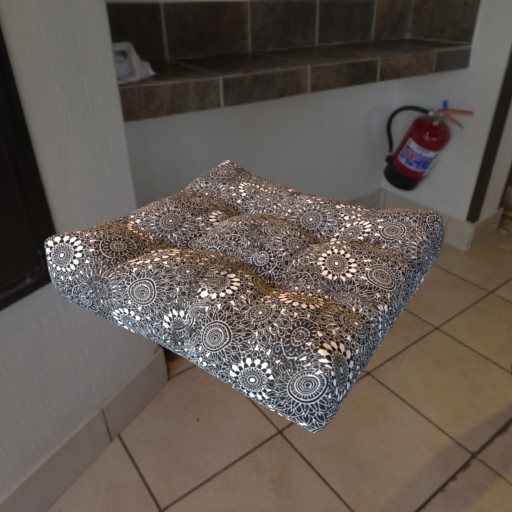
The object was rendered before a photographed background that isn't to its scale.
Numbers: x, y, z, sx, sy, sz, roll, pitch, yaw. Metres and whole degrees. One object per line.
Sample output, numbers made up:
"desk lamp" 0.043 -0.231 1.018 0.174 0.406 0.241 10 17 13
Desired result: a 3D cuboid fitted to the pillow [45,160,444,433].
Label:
"pillow" 0.000 0.000 0.728 0.490 0.128 0.468 20 36 29
